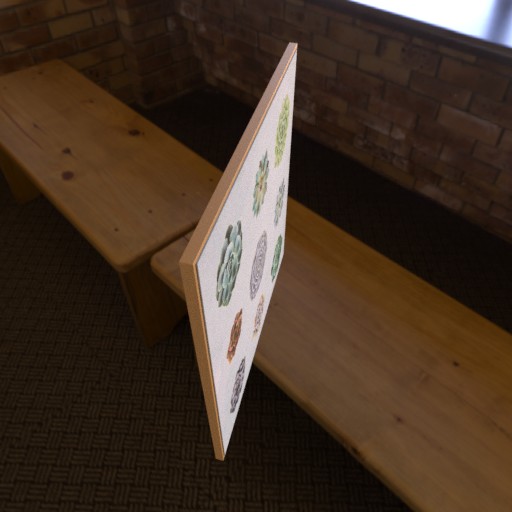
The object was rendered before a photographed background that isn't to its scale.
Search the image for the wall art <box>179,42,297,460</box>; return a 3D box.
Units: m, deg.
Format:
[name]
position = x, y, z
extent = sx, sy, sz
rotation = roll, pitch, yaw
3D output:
[wall art]
position = 0.000, 0.000, 0.675
extent = 0.013, 0.455, 0.457
rotation = 10, 48, 10
